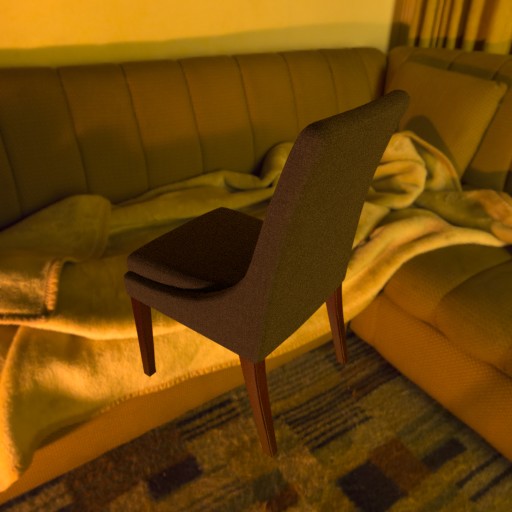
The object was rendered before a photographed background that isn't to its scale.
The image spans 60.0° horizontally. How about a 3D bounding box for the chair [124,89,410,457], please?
[{"bbox_3d":[0.000,0.000,1.326,0.655,0.952,0.508,21,36,31],"label":"chair"}]
